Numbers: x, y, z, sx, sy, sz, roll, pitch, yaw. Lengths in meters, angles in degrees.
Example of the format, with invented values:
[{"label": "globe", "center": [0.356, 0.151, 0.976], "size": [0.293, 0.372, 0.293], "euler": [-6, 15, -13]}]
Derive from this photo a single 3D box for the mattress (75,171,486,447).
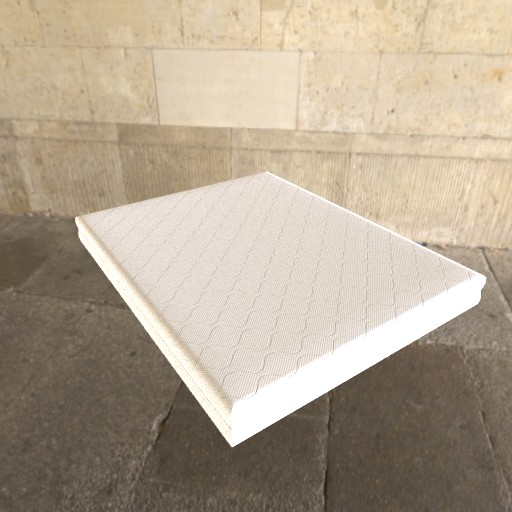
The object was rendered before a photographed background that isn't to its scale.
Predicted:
[{"label": "mattress", "center": [0.000, 0.000, 2.710], "size": [1.600, 0.200, 2.000], "euler": [-19, 35, -29]}]
